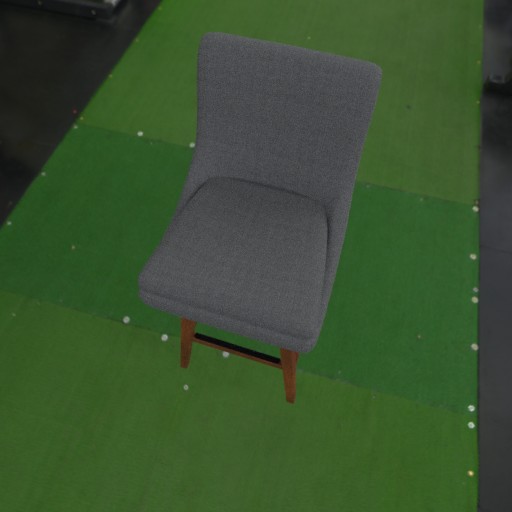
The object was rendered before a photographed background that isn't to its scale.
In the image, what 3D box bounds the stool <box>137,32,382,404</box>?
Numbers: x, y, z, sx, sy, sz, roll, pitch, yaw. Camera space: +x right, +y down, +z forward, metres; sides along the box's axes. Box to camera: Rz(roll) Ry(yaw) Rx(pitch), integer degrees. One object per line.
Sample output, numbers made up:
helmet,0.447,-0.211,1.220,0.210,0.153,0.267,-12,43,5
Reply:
stool,0.000,0.000,1.243,0.447,0.977,0.524,16,60,9
